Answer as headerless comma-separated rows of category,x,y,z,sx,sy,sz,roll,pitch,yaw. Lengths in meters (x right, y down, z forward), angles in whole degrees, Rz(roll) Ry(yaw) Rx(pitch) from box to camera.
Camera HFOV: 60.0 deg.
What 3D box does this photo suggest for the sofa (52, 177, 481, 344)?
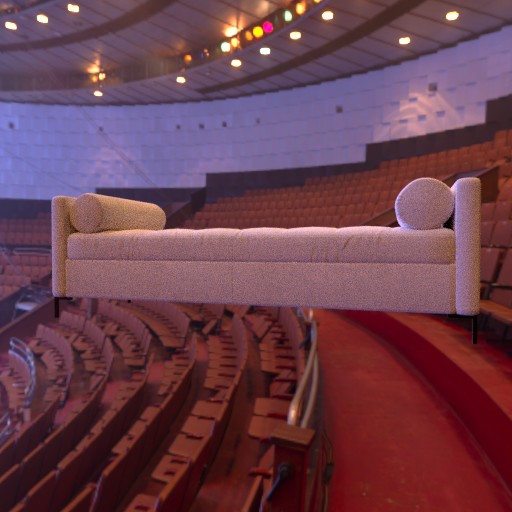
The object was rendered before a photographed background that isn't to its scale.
sofa,0.000,0.000,2.273,1.981,0.635,0.686,0,1,18
